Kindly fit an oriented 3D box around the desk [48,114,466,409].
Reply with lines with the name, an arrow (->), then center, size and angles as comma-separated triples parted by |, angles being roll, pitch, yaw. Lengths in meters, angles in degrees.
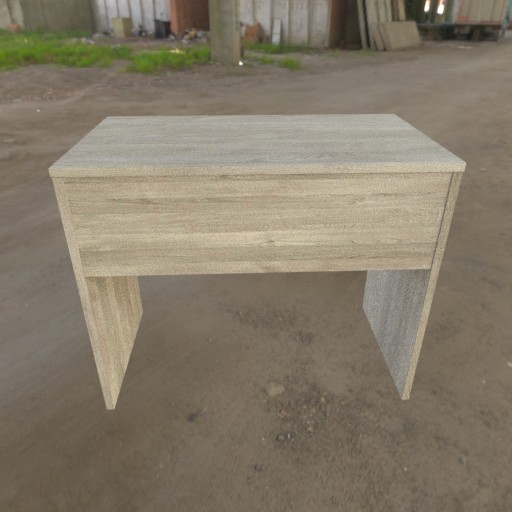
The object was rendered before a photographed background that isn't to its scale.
desk -> 0.000, 0.000, 1.340 | 0.893, 0.724, 0.498 | -1, 30, -2
